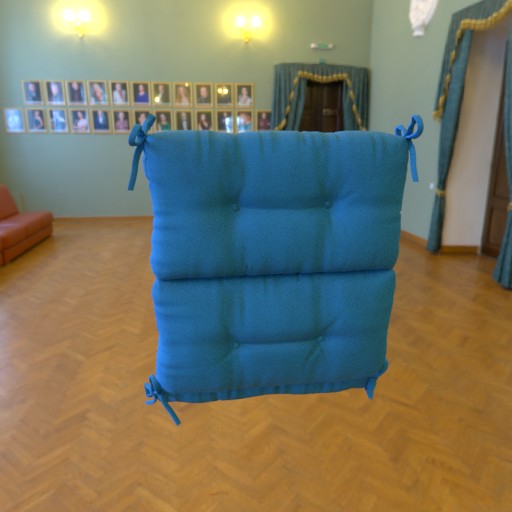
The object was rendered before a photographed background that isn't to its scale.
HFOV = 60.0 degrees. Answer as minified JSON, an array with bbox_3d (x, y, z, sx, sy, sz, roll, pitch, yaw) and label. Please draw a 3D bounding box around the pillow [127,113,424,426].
[{"bbox_3d":[0.000,0.000,1.030,0.519,0.605,0.571,-2,15,-9],"label":"pillow"}]
